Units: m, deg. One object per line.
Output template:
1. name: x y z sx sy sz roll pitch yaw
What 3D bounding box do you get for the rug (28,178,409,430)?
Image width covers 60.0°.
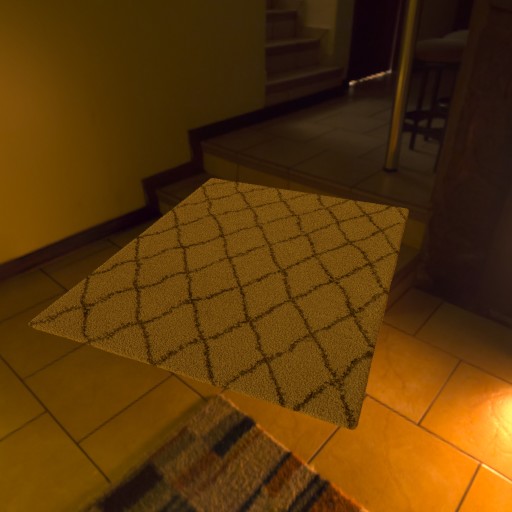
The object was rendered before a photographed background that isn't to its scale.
1. rug: 0.000 0.000 4.092 2.438 0.029 3.047 12 34 18
